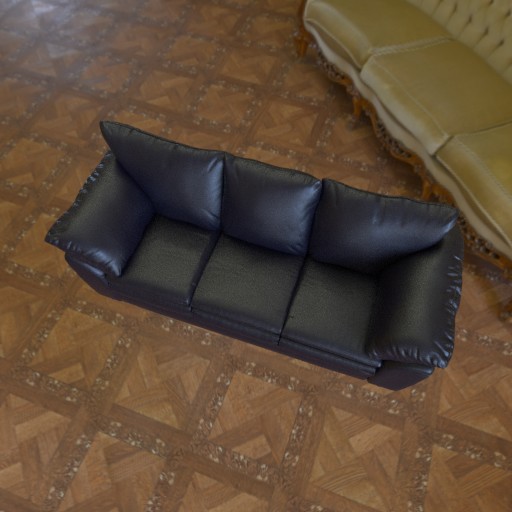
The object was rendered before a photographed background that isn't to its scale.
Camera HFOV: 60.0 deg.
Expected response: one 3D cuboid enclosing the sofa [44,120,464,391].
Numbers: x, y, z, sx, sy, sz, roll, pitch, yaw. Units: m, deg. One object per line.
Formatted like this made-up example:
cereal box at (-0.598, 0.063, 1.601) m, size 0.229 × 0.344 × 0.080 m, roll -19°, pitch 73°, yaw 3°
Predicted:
sofa at (0.000, 0.000, 2.767) m, size 2.336 × 1.073 × 0.880 m, roll 16°, pitch 58°, yaw 10°
